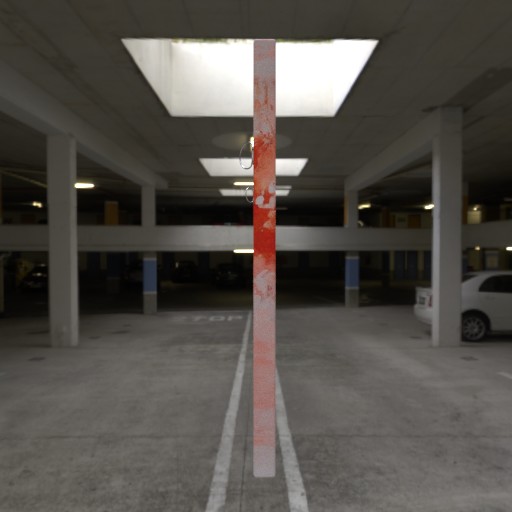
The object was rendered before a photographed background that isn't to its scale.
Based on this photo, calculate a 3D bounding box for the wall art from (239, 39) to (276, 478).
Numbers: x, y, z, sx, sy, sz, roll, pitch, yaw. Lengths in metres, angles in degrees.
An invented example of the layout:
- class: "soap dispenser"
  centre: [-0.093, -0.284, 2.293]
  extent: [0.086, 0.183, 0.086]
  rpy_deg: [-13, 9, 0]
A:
- class: "wall art"
  centre: [0.000, 0.000, 1.124]
  extent: [0.064, 0.746, 0.747]
  rpy_deg: [0, 1, 0]
